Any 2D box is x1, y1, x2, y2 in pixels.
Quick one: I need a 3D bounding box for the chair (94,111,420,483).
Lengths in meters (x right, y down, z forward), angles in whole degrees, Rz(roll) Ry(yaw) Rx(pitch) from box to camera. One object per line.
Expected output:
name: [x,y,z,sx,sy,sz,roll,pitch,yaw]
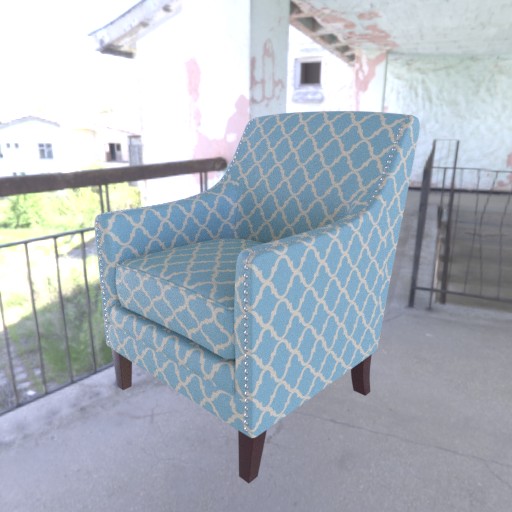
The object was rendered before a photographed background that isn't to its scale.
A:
chair: [0.000,0.000,1.294,0.617,0.817,0.686,15,22,41]
